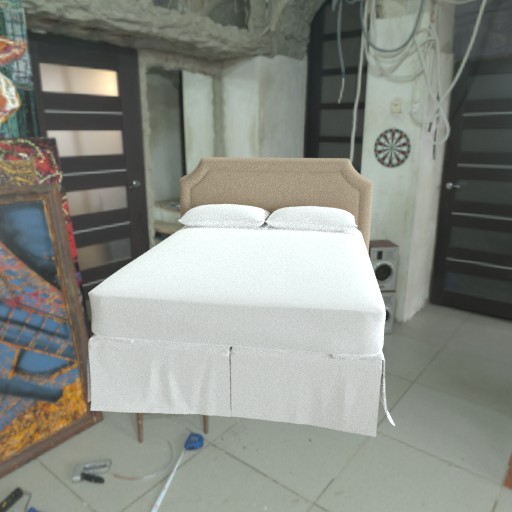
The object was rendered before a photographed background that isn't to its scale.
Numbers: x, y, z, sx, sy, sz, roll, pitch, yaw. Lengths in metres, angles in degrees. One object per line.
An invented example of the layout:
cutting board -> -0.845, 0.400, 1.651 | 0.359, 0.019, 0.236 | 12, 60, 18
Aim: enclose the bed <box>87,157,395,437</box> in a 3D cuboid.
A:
bed -> 0.000, 0.000, 3.274 | 1.828, 1.301, 2.204 | 2, 16, 9
